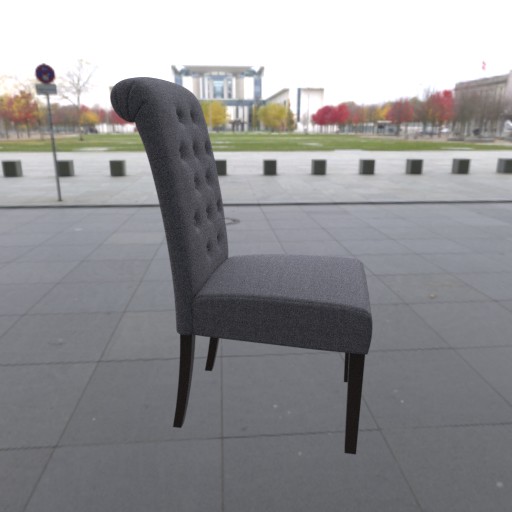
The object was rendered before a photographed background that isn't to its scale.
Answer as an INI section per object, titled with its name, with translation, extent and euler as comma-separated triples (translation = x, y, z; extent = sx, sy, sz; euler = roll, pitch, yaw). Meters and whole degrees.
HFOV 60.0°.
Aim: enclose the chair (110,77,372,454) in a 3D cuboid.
[chair]
translation = 0.000, 0.000, 1.342
extent = 0.671, 1.006, 0.456
euler = 3, 16, 10
